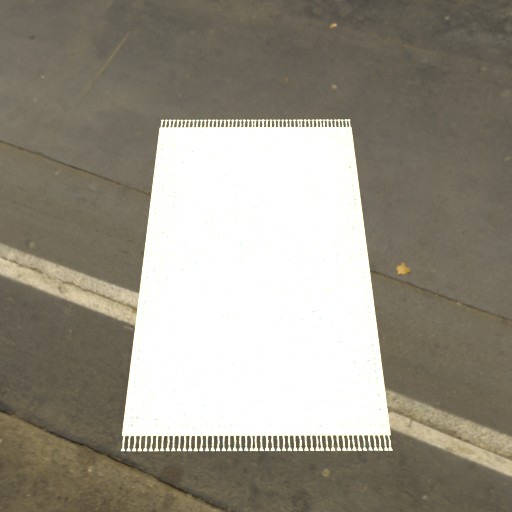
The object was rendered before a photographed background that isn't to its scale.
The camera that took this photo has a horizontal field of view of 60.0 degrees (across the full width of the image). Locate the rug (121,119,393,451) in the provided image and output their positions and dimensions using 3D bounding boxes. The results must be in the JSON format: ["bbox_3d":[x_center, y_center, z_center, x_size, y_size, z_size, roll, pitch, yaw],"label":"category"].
[{"bbox_3d":[0.000,0.000,3.022,1.524,0.010,2.438,0,64,0],"label":"rug"}]
